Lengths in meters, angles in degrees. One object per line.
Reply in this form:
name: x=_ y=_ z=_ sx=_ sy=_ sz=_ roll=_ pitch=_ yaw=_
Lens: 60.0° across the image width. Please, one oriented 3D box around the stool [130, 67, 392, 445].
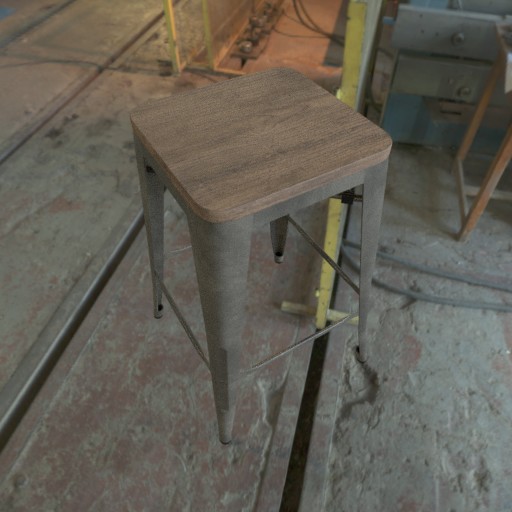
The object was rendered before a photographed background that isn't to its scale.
stool: x=0.000 y=0.000 z=0.918 sx=0.407 sy=0.607 sz=0.407 roll=-24 pitch=52 yaw=-20
